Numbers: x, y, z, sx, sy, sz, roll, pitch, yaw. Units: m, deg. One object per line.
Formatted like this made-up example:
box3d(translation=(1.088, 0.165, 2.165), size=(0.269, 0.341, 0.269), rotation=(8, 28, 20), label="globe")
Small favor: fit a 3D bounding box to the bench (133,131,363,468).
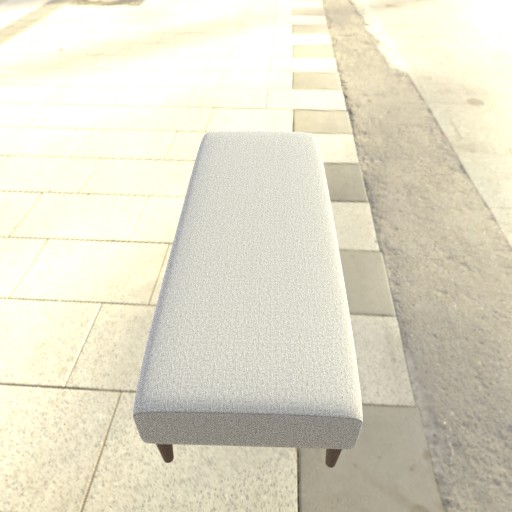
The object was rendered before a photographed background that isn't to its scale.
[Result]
box3d(translation=(0.000, 0.000, 1.823), size=(0.631, 0.383, 1.598), rotation=(1, 41, 1), label="bench")
